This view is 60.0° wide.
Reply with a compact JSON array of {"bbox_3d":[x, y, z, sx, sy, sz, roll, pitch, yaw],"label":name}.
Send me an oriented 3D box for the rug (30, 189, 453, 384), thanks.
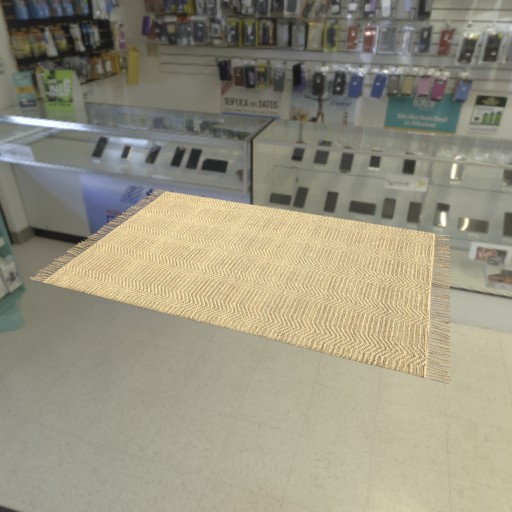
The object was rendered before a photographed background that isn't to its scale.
[{"bbox_3d":[0.000,0.000,3.043,2.523,0.034,1.528,11,33,17],"label":"rug"}]
